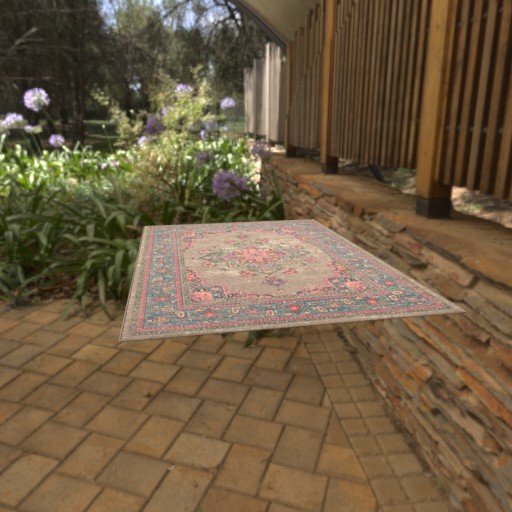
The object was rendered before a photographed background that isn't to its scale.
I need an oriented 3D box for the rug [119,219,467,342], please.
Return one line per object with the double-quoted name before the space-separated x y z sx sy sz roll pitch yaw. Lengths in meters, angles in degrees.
"rug" 0.000 0.000 3.819 2.005 0.013 2.890 -3 16 -11
